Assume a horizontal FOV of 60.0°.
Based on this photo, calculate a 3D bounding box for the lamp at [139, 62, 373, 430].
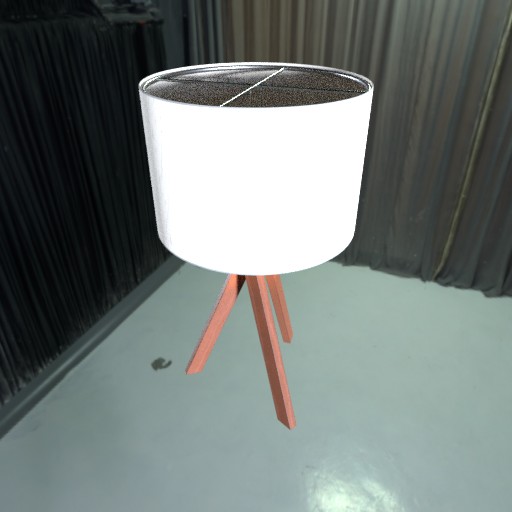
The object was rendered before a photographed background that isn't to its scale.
[{"bbox_3d":[0.000,0.000,0.915,0.380,0.686,0.380,10,33,16],"label":"lamp"}]
